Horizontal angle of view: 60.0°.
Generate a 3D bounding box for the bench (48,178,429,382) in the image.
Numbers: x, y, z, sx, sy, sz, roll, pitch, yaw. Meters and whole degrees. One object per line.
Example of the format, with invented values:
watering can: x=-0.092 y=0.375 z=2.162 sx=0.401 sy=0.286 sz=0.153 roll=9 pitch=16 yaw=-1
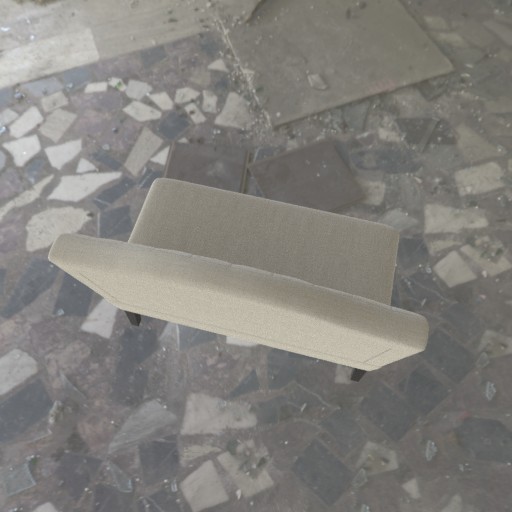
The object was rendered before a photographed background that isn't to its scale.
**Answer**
bench: x=0.000 y=0.000 z=2.042 sx=1.335 sy=1.180 sz=0.815 roll=13 pitch=65 yaw=6
